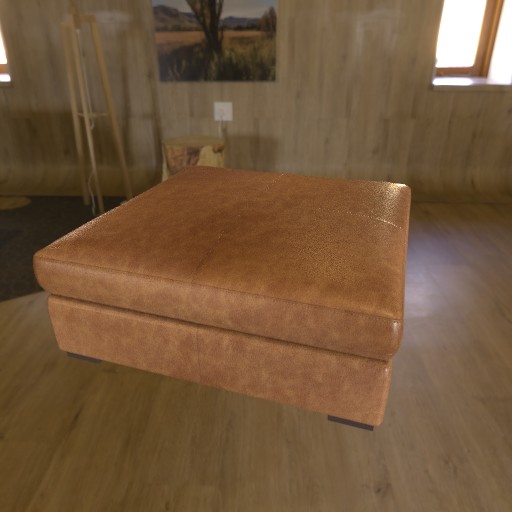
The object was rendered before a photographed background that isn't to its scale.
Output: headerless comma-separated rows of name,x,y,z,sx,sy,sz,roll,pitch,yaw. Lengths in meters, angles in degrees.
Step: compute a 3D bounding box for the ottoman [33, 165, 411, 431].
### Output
ottoman,0.000,0.000,1.839,1.169,0.483,1.168,8,28,16
